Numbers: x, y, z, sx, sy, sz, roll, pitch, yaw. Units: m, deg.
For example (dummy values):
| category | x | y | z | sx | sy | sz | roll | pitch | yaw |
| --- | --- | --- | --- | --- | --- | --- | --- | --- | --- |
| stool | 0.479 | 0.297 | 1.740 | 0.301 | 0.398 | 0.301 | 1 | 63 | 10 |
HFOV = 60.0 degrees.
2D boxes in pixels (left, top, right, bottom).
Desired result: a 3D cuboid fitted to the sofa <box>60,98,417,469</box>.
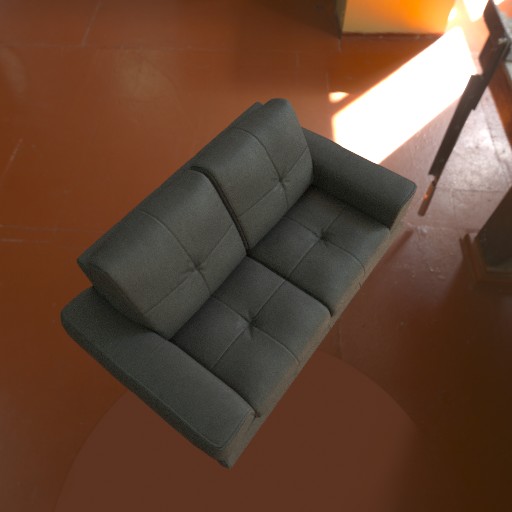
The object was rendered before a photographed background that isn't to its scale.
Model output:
| category | x | y | z | sx | sy | sz | roll | pitch | yaw |
| --- | --- | --- | --- | --- | --- | --- | --- | --- | --- |
| sofa | 0.000 | 0.000 | 2.352 | 1.018 | 0.907 | 1.806 | 33 | 63 | 19 |
